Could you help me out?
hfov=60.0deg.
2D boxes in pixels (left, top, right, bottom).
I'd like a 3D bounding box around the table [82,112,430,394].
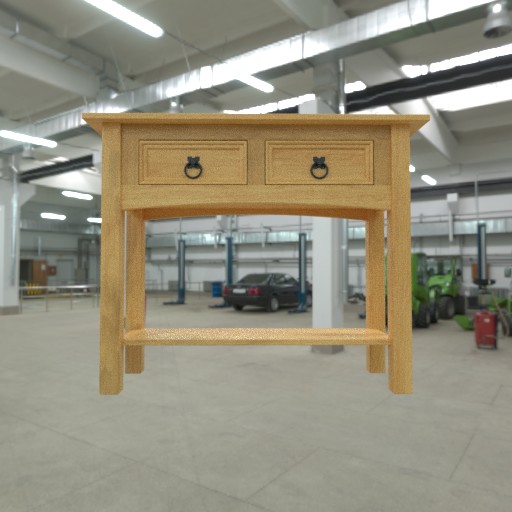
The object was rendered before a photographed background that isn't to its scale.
[{"bbox_3d":[0.000,0.000,1.303,0.900,0.728,0.340,0,-2,0],"label":"table"}]
